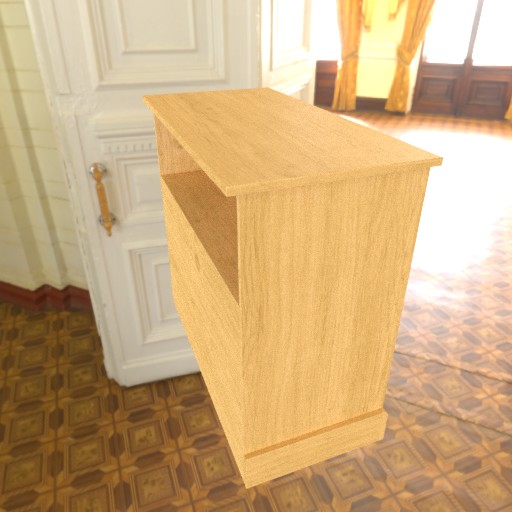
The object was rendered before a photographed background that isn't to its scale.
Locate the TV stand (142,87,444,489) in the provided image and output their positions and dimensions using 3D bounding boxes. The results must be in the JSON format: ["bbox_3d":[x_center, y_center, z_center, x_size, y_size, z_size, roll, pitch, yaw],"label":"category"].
[{"bbox_3d":[0.000,0.000,1.297,0.430,0.787,0.851,-11,31,-18],"label":"TV stand"}]
